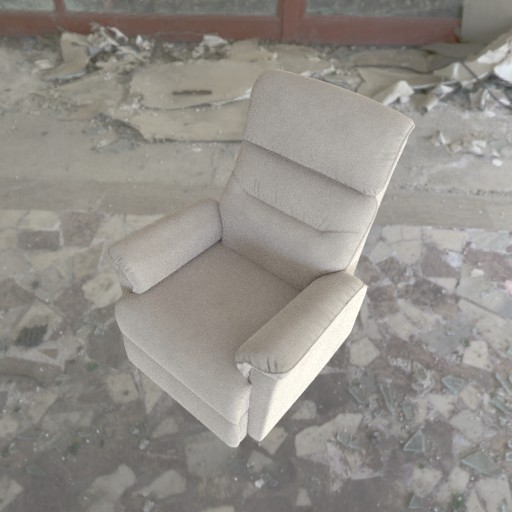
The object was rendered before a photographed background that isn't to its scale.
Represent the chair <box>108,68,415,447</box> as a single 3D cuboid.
[{"bbox_3d":[0.000,0.000,1.696,0.820,1.039,1.001,31,54,25],"label":"chair"}]
